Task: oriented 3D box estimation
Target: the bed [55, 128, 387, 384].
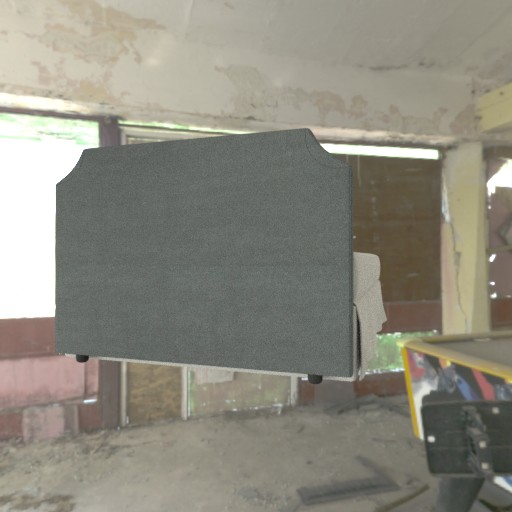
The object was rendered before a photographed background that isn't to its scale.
[{"bbox_3d":[0.000,0.000,3.625,1.977,1.306,2.464,0,0,18],"label":"bed"}]
